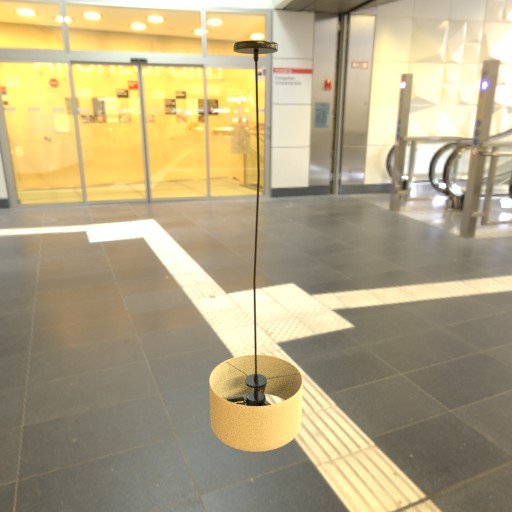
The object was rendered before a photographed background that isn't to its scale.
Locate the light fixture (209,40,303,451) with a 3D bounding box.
[{"bbox_3d":[0.000,0.000,1.739,0.399,1.516,0.399,0,17,0],"label":"light fixture"}]
